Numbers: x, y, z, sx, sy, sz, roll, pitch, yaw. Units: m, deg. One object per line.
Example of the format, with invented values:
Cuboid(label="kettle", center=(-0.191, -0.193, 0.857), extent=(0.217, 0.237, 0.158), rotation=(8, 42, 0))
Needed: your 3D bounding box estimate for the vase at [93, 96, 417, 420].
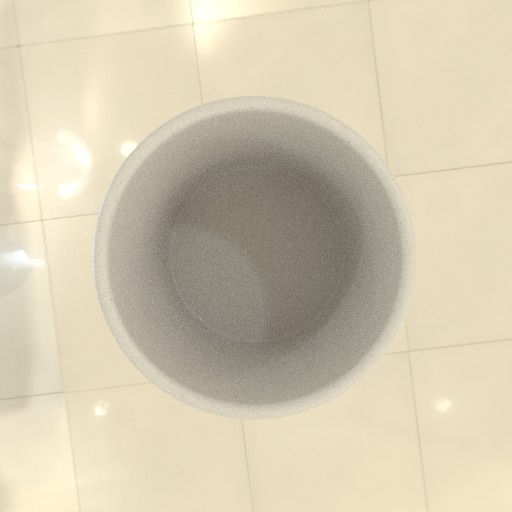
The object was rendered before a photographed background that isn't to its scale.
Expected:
Cuboid(label="vase", center=(0.000, 0.000, 0.248), extent=(0.137, 0.127, 0.137), rotation=(0, 91, 1))
